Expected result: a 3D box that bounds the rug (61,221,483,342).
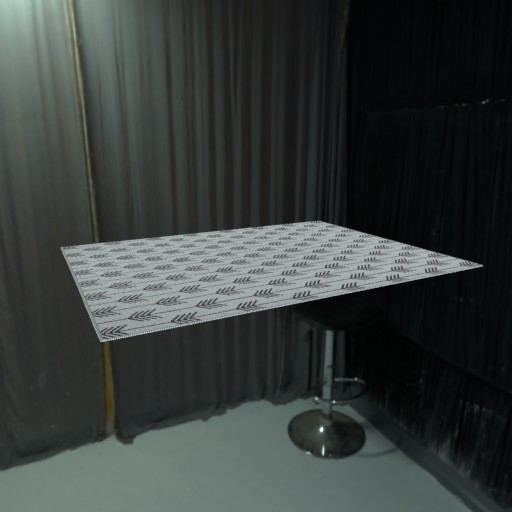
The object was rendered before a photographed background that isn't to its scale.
[{"bbox_3d":[0.000,0.000,3.996,3.061,0.010,2.330,-8,17,-27],"label":"rug"}]
